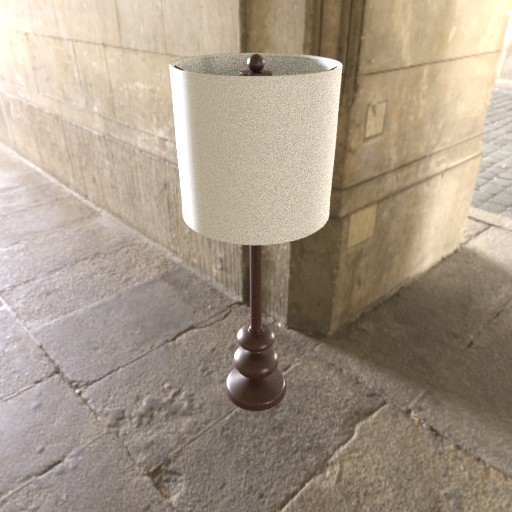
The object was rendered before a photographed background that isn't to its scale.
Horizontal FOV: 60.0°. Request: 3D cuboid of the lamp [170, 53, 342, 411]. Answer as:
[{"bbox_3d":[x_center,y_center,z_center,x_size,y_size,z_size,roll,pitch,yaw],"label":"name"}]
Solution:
[{"bbox_3d":[0.000,0.000,0.826,0.254,0.690,0.254,0,31,1],"label":"lamp"}]
